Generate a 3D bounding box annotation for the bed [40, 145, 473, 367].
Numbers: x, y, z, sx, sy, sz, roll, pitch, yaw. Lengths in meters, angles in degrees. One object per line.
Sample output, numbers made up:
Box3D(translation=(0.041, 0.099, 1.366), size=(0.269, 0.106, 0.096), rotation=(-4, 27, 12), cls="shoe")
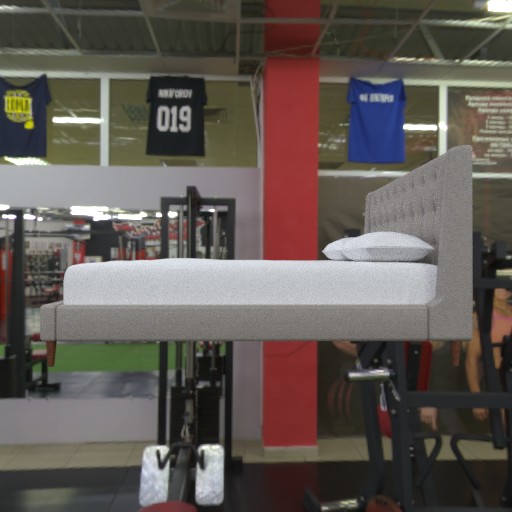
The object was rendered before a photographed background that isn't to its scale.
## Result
Box3D(translation=(0.000, 0.000, 3.091), size=(2.232, 1.147, 1.656), rotation=(0, 0, -1), cls="bed")
